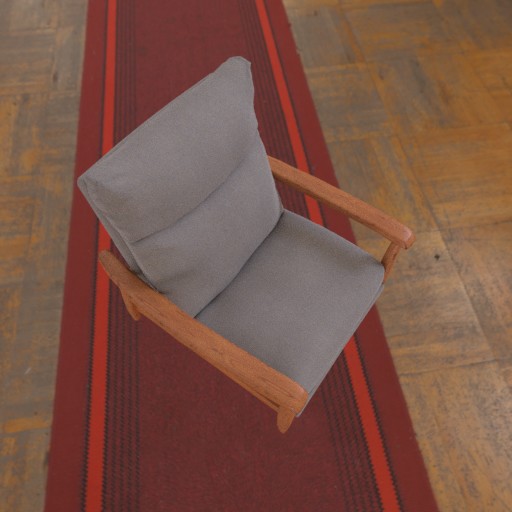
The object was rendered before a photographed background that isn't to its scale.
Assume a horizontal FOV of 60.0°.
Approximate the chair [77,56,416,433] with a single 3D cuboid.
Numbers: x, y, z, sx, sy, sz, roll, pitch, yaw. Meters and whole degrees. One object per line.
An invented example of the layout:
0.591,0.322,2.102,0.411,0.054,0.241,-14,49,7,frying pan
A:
0.000,0.000,1.509,0.816,0.922,0.782,32,63,18,chair
